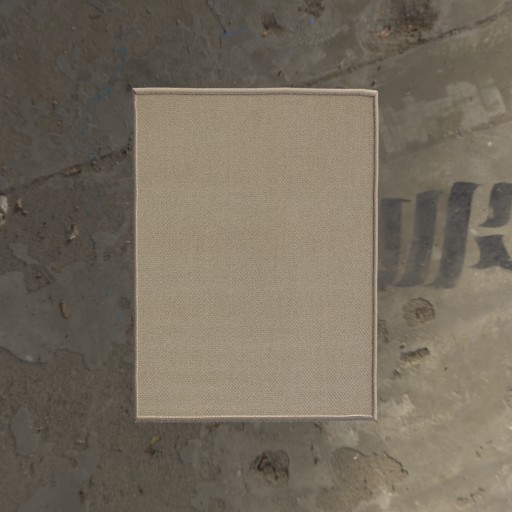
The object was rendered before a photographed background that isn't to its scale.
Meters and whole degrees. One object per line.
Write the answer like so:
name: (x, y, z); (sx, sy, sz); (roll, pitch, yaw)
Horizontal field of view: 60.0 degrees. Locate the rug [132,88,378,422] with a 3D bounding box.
rug: (0.000, 0.000, 2.755); (1.525, 0.020, 2.081); (0, 91, -1)
